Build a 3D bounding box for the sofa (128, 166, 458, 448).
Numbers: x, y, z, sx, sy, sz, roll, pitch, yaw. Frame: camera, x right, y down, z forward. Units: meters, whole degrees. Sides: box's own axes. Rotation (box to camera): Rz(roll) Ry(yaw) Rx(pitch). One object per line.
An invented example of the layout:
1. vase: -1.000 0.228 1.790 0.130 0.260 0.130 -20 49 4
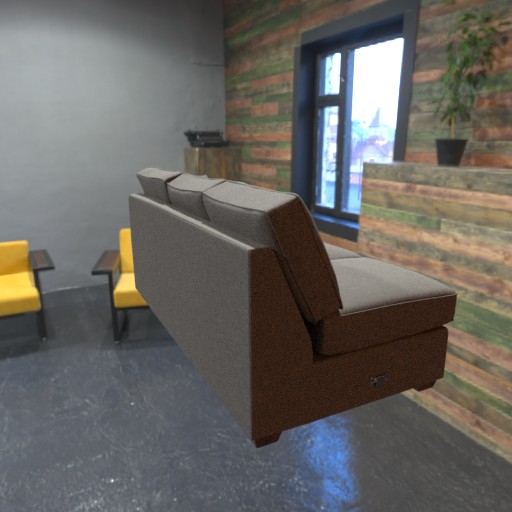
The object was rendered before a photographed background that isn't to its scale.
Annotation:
1. sofa: 0.000 0.000 2.536 1.034 0.946 1.963 -7 16 -26
